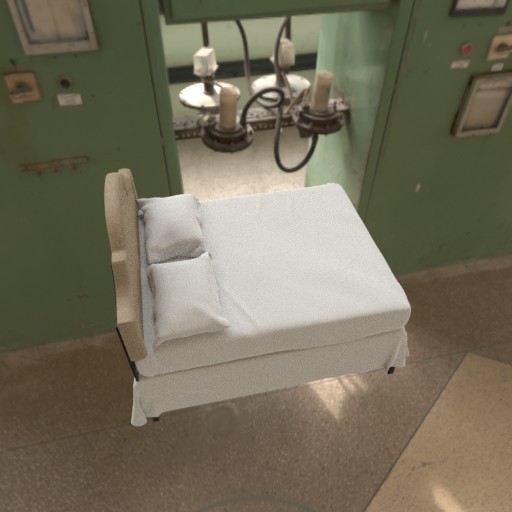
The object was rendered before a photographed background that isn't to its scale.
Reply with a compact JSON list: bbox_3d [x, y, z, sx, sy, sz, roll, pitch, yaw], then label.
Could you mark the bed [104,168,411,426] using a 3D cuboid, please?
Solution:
[{"bbox_3d":[0.000,0.000,3.506,2.222,1.634,1.780,-9,46,-8],"label":"bed"}]
